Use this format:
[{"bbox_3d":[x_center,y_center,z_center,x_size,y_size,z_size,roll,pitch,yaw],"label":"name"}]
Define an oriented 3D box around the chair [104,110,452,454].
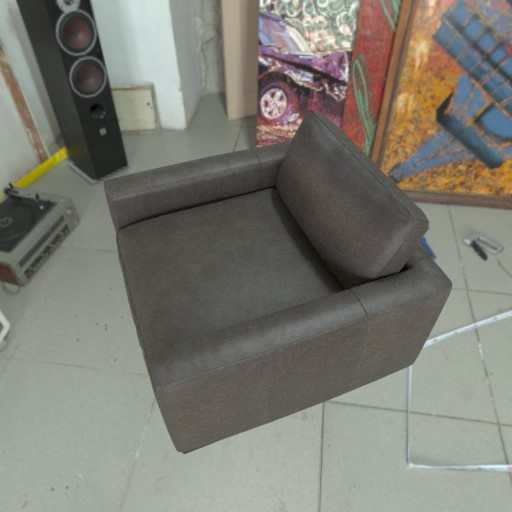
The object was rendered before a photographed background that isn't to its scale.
[{"bbox_3d":[0.000,0.000,1.848,1.080,0.807,1.106,-16,49,-14],"label":"chair"}]
